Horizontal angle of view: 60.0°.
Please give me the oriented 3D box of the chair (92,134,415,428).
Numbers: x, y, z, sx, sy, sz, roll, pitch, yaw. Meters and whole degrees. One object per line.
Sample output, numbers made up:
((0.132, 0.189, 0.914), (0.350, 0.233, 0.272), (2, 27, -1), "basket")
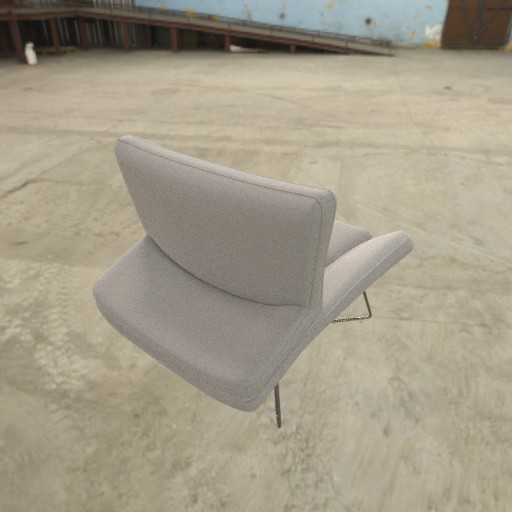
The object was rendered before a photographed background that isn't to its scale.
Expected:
((0.000, 0.000, 1.664), (0.859, 0.855, 1.008), (23, 37, 34), "chair")
